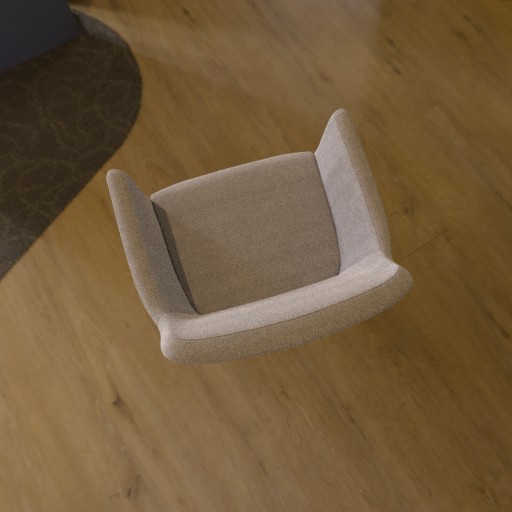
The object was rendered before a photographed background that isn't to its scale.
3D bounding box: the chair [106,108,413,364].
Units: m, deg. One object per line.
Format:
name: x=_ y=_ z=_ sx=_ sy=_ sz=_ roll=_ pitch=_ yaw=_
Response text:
chair: x=0.000 y=0.000 z=1.176 sx=0.570 sy=0.780 sz=0.540 roll=-16 pitch=75 yaw=-4
